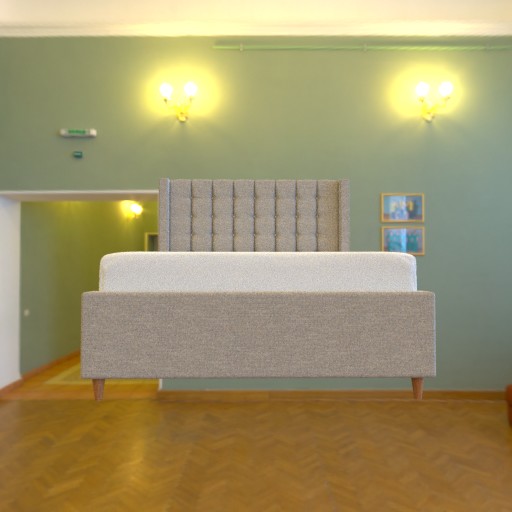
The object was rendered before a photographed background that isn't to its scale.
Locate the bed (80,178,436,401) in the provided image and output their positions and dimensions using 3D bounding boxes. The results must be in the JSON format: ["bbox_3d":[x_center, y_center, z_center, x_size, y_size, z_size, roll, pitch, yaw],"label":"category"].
[{"bbox_3d":[0.000,0.000,3.738,2.044,1.748,2.372,0,-2,-1],"label":"bed"}]
